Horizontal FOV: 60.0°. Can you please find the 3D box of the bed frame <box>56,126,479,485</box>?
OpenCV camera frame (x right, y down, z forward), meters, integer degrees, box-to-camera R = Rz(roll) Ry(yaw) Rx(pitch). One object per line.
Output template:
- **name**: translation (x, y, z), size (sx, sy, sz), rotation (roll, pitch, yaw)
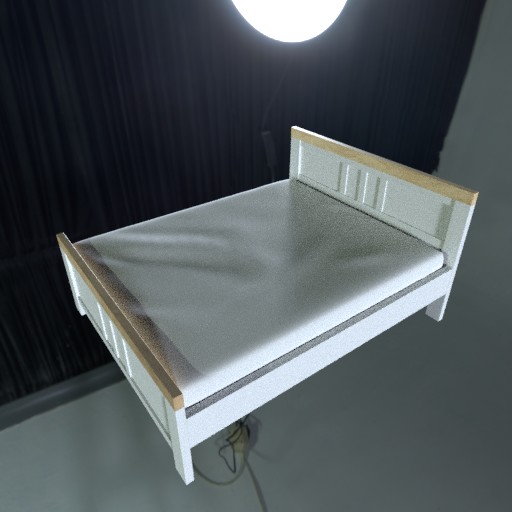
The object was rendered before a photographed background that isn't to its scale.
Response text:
- **bed frame**: translation (0.000, 0.000, 2.938), size (2.050, 0.980, 1.670), rotation (-21, 38, -30)
